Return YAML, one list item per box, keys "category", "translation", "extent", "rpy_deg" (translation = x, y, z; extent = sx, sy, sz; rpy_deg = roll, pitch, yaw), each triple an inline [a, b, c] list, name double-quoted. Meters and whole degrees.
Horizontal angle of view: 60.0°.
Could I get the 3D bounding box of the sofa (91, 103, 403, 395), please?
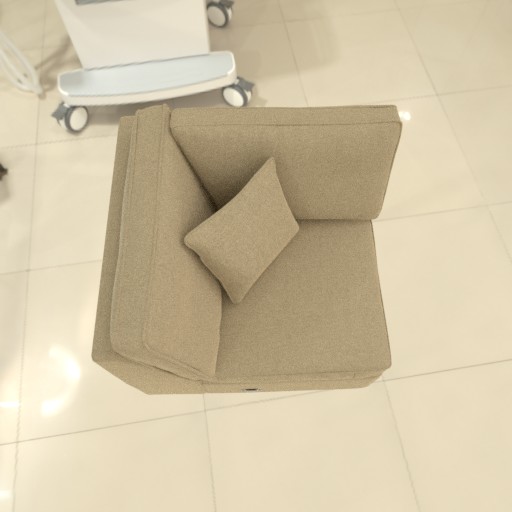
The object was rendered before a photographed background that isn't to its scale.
- category: "sofa"
  translation: [0.000, 0.000, 1.974]
  extent: [1.146, 1.002, 1.084]
  rpy_deg: [-2, 65, -1]
